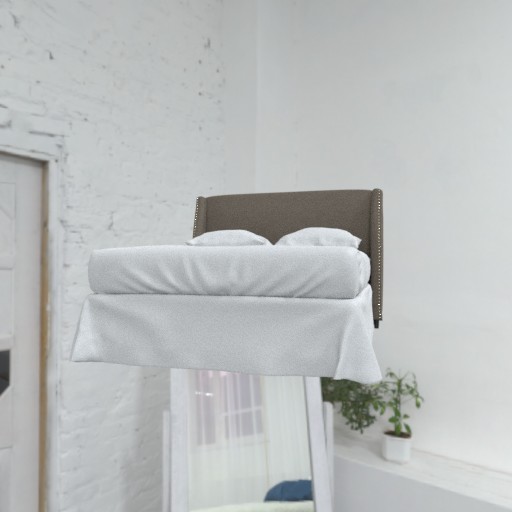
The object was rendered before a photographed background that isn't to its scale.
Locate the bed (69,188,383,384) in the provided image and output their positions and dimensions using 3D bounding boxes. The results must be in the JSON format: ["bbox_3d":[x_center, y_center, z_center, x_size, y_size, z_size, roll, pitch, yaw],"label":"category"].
[{"bbox_3d":[0.000,0.000,3.494,1.925,1.332,2.276,0,-1,16],"label":"bed"}]
